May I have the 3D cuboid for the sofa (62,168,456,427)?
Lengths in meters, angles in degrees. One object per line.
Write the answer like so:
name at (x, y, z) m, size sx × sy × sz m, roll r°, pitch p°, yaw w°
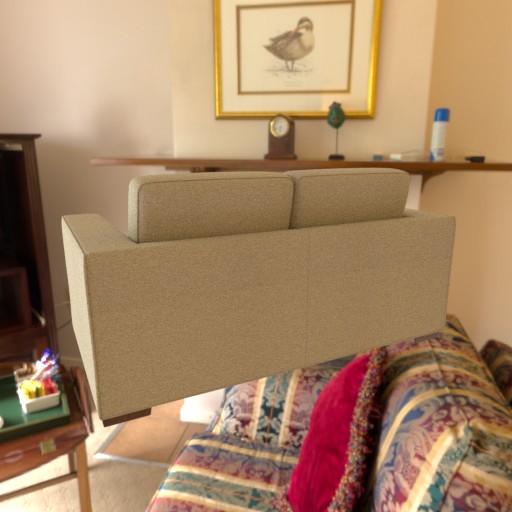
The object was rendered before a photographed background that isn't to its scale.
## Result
sofa at (0.000, 0.000, 2.359) m, size 1.812 × 0.924 × 1.007 m, roll -7°, pitch 16°, yaw -26°
